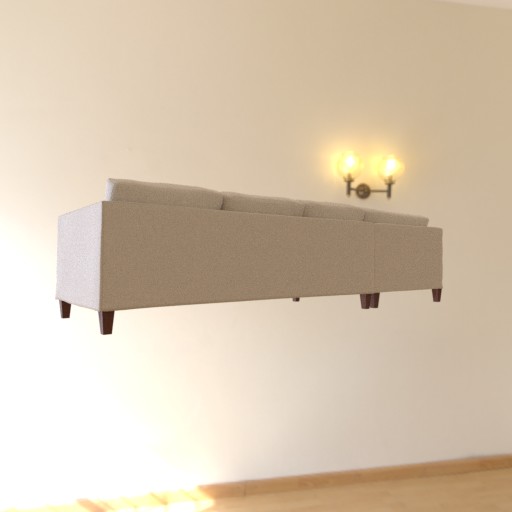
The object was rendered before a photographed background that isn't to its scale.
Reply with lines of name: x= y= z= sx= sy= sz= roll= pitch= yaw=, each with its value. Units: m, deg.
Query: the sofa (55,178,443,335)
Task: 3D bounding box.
sofa: x=0.000 y=0.000 z=3.820 sx=3.186 sy=0.846 sz=1.625 roll=1 pitch=-1 yaw=-37
